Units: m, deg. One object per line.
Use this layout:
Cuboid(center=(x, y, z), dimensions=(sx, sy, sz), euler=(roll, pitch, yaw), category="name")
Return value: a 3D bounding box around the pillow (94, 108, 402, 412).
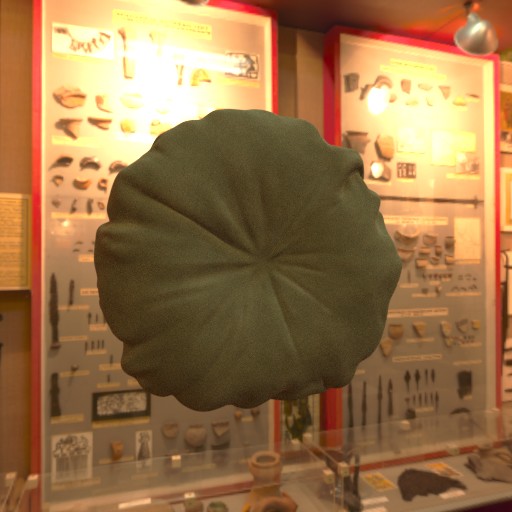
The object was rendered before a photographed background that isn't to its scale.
Cuboid(center=(0.000, 0.000, 0.623), dimensions=(0.428, 0.407, 0.148), euler=(0, 0, -17), category="pillow")
